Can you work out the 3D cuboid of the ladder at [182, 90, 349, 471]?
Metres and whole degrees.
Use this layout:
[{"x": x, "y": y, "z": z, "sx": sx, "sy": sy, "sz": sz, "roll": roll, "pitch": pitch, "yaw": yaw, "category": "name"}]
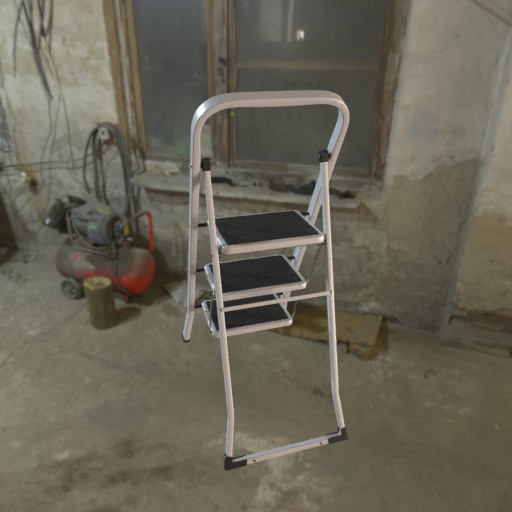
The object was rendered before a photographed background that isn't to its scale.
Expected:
[{"x": 0.000, "y": 0.000, "z": 1.456, "sx": 0.460, "sy": 1.050, "sz": 0.711, "roll": -7, "pitch": 27, "yaw": -15, "category": "ladder"}]
